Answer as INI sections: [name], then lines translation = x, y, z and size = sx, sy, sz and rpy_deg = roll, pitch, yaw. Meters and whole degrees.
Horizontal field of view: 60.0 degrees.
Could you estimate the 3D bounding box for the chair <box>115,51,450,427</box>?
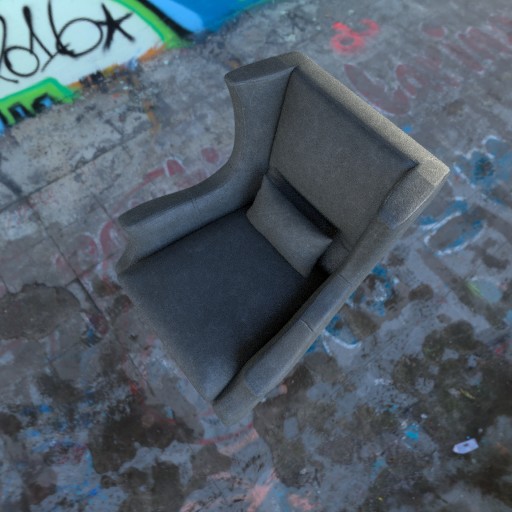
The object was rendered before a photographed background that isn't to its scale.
[chair]
translation = 0.000, 0.000, 1.684
size = 0.926, 1.016, 0.853
rpy_deg = -35, 68, -17
